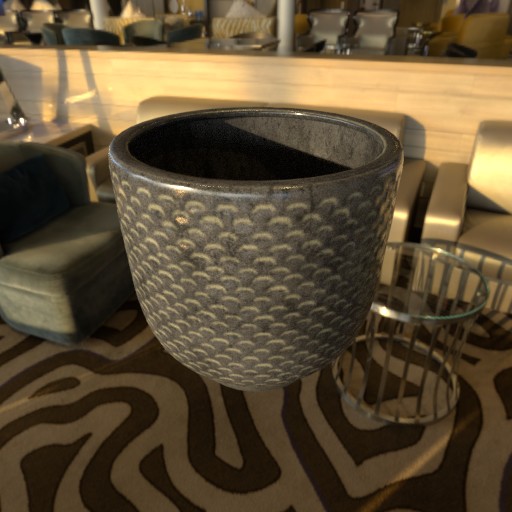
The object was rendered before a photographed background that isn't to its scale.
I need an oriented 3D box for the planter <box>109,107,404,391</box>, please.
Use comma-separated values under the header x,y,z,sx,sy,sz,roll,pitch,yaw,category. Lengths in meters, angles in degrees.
x,y,z,sx,sy,sz,roll,pitch,yaw,category
0.000,0.000,0.351,0.197,0.191,0.197,0,30,0,planter
